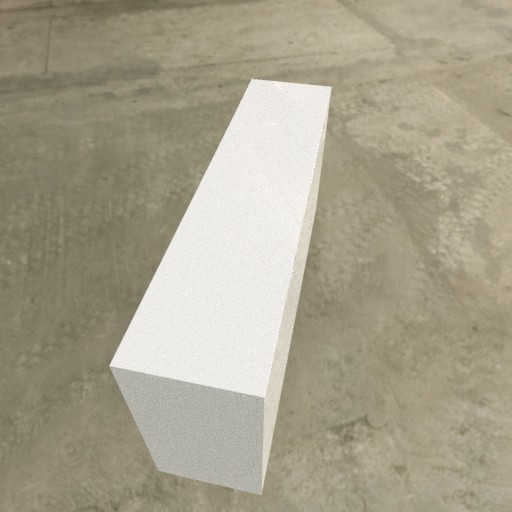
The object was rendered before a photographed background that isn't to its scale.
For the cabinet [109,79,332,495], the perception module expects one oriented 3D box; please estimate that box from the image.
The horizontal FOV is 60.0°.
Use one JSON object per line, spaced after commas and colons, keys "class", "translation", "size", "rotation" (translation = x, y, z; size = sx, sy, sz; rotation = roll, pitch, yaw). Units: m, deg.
{"class": "cabinet", "translation": [0.000, 0.000, 1.934], "size": [0.400, 0.800, 1.650], "rotation": [9, 47, 8]}
